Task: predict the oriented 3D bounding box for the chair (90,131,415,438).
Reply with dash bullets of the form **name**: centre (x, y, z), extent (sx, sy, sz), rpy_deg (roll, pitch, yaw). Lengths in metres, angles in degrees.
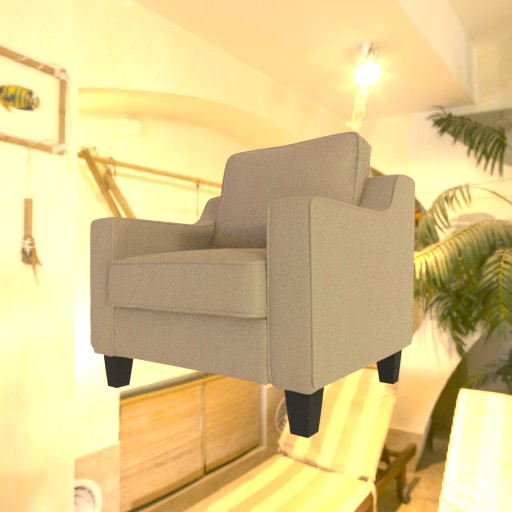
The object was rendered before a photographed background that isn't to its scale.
- **chair**: centre (0.000, 0.000, 1.657), extent (0.922, 0.948, 0.882), rpy_deg (-1, -2, 36)
